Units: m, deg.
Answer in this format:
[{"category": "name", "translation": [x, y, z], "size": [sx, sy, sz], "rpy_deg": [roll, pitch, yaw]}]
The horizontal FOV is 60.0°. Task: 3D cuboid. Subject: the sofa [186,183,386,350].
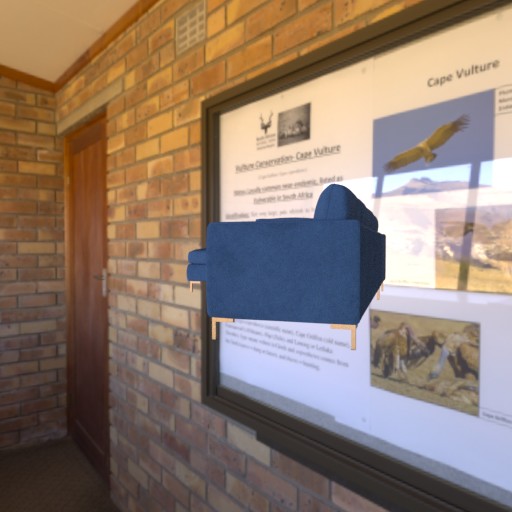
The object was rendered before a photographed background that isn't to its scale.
[{"category": "sofa", "translation": [0.000, 0.000, 3.759], "size": [2.007, 0.815, 2.949], "rpy_deg": [0, 1, 19]}]
